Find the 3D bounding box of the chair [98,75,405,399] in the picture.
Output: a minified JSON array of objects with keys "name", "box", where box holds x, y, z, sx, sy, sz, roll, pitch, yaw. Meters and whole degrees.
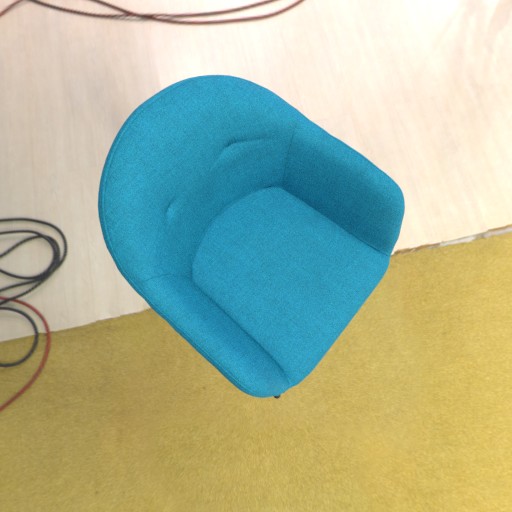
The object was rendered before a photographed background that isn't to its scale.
[{"name":"chair","box":[0.000,0.000,1.132,0.565,0.775,0.545,38,77,10]}]
